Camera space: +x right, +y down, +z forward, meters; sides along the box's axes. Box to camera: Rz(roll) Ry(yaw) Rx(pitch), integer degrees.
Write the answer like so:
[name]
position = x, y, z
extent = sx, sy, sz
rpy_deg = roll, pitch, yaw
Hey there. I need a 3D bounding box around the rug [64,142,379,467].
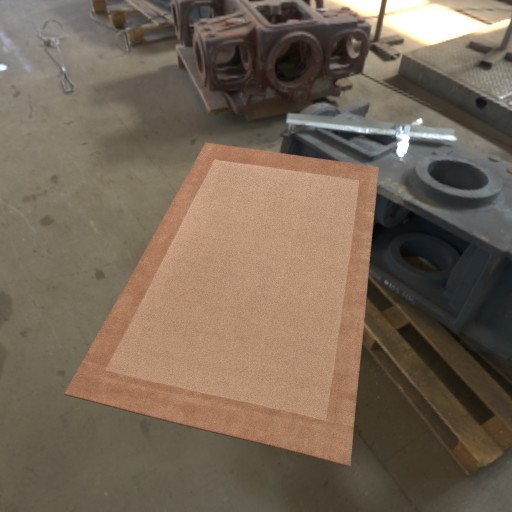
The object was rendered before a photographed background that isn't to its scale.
[rug]
position = 0.000, 0.000, 3.040
extent = 1.524, 0.014, 2.438
rpy_deg = 10, 49, 9
